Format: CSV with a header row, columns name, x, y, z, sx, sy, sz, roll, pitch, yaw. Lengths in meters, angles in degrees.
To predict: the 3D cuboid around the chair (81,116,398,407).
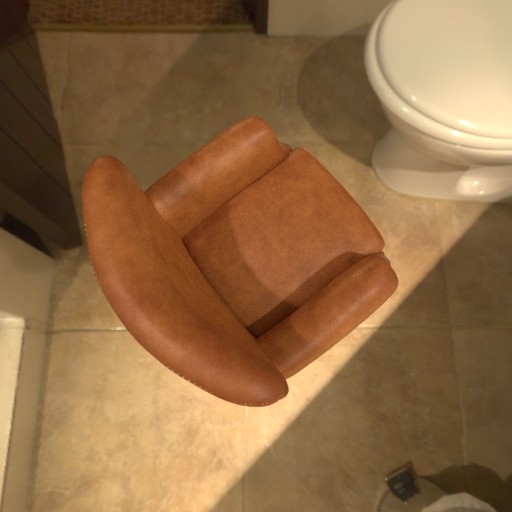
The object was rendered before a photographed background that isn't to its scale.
name,x,y,z,sx,sy,sz,roll,pitch,yaw
chair,0.000,0.000,1.657,0.921,0.936,0.861,-36,78,-9
